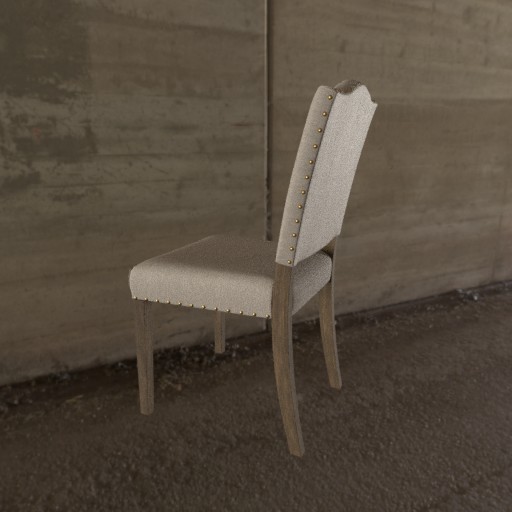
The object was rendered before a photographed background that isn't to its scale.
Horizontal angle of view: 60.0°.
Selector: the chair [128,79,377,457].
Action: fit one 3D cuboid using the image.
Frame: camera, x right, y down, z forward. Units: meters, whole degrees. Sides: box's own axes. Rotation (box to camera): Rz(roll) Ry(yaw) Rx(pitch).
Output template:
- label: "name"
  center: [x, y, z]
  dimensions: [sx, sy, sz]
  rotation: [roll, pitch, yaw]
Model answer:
- label: "chair"
  center: [0.000, 0.000, 1.404]
  dimensions: [0.620, 1.020, 0.508]
  rotation: [8, 17, 25]
